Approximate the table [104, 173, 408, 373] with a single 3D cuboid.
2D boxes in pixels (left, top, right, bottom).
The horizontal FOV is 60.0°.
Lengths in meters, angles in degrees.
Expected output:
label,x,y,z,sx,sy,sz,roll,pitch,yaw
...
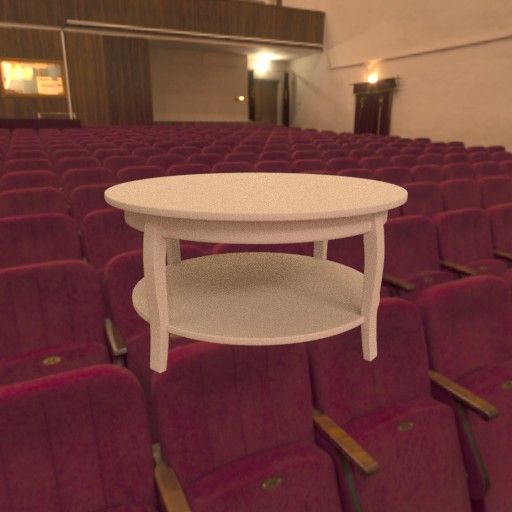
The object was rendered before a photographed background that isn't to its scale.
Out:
label,x,y,z,sx,sy,sz,roll,pitch,yaw
table,0.000,0.000,1.463,0.910,0.457,0.910,0,16,0
